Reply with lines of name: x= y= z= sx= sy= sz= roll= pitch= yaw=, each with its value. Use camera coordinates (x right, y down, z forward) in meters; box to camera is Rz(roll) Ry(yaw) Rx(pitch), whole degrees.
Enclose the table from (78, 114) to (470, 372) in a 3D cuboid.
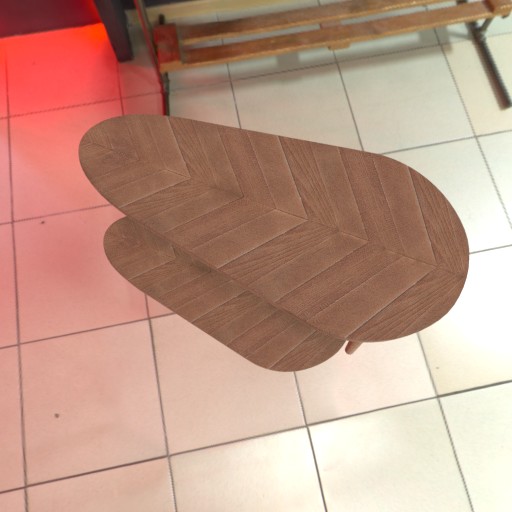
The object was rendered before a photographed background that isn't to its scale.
table: x=0.000 y=0.000 z=1.546 sx=1.190 sy=0.595 sz=0.701 roll=21 pitch=75 yaw=6
